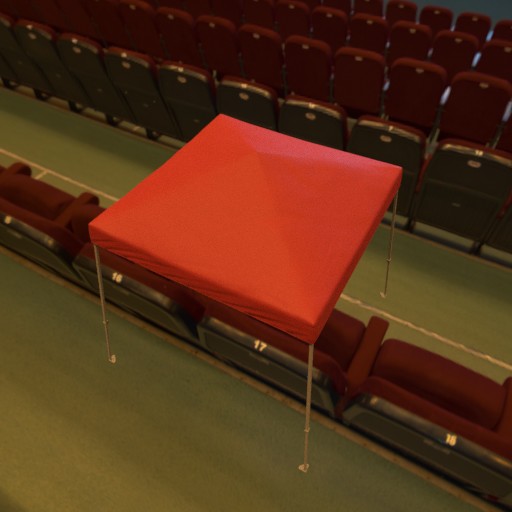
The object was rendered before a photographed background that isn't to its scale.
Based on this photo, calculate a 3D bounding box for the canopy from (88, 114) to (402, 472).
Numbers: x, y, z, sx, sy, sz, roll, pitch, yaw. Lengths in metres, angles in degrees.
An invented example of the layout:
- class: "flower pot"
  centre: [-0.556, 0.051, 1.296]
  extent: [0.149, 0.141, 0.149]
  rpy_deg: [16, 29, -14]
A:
- class: "canopy"
  centre: [0.000, 0.000, 6.529]
  extent: [3.600, 3.600, 3.599]
  rpy_deg: [22, 51, 19]
